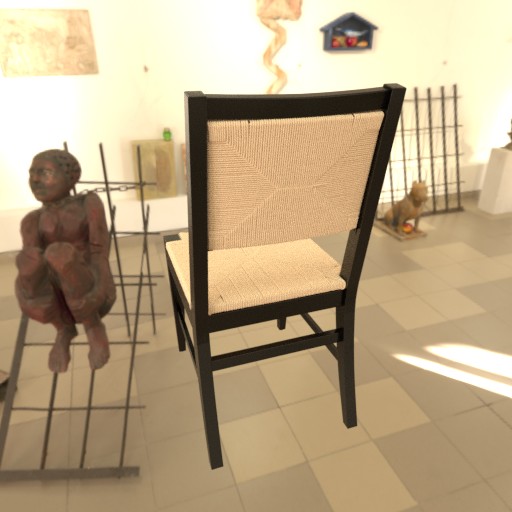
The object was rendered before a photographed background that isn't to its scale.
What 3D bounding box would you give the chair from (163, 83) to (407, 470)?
[{"bbox_3d":[0.000,0.000,1.232,0.437,0.927,0.552,-9,28,-17],"label":"chair"}]
